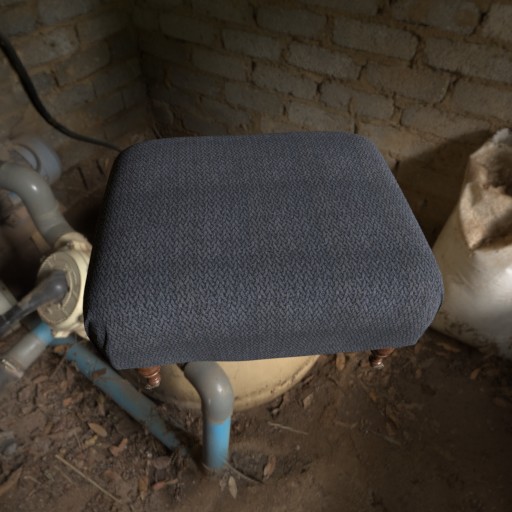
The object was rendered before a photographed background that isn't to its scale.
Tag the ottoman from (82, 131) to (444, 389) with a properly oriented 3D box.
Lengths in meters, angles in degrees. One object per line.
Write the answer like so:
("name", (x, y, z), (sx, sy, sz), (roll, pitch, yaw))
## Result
("ottoman", (0.000, 0.000, 1.151), (0.747, 0.450, 0.622), (-4, 46, -4))
